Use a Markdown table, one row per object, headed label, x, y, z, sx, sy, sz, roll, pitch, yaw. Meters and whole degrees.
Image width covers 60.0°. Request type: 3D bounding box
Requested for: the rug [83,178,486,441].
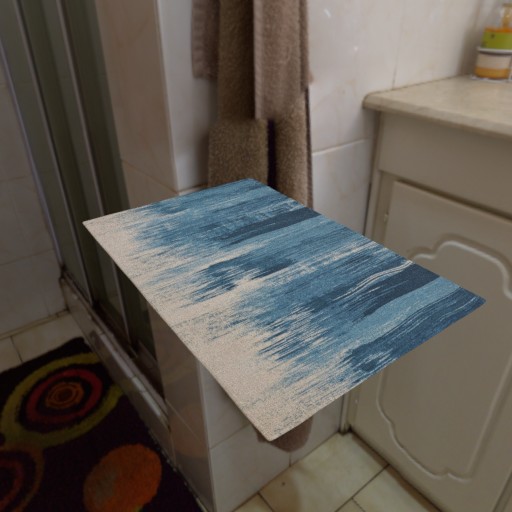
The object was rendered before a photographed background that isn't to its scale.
| label | x | y | z | sx | sy | sz | roll | pitch | yaw |
| --- | --- | --- | --- | --- | --- | --- | --- | --- | --- |
| rug | 0.000 | 0.000 | 2.298 | 1.232 | 0.009 | 1.836 | -21 | 37 | -30 |
